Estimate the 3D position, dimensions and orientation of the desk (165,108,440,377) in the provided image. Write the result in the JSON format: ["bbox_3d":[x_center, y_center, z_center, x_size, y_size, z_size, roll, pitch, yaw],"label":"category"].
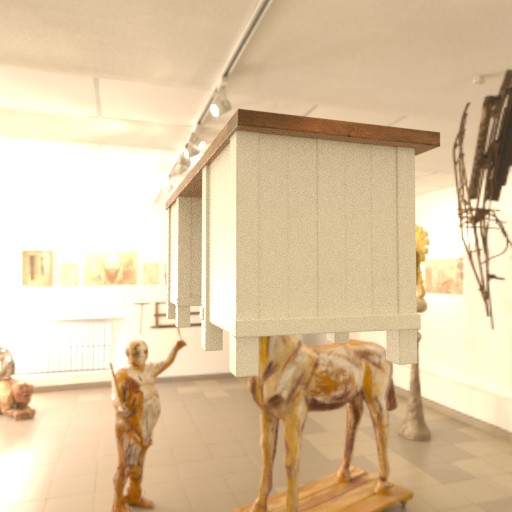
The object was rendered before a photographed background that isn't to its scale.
[{"bbox_3d":[0.000,0.000,2.196,0.688,0.760,1.803,1,-2,-18],"label":"desk"}]
